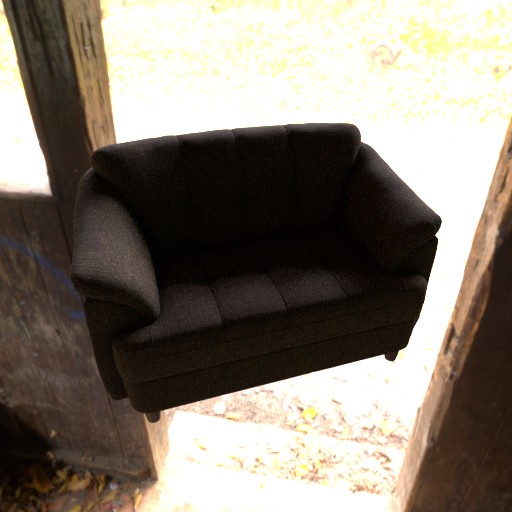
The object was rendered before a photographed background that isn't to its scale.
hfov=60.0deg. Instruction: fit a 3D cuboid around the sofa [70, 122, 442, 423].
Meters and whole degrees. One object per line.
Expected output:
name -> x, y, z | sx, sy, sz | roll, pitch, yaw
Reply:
sofa -> 0.000, 0.000, 1.901 | 1.404, 0.895, 0.799 | -10, 34, -15
